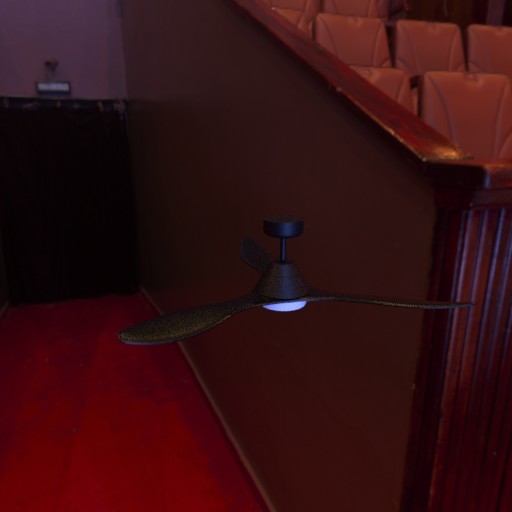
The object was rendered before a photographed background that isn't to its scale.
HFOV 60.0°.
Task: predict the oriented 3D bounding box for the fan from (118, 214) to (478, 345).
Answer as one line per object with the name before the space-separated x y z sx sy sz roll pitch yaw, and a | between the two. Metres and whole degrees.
fan | 0.000 0.000 1.617 1.067 0.305 1.067 -7 18 -23
